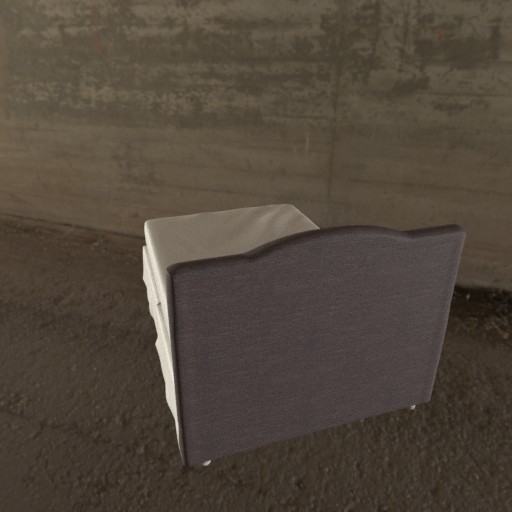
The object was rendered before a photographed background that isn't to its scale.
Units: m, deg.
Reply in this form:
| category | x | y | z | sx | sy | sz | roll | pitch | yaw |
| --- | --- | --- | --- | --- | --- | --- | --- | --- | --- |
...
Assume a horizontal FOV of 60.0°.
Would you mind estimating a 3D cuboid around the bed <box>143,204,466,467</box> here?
| category | x | y | z | sx | sy | sz | roll | pitch | yaw |
| --- | --- | --- | --- | --- | --- | --- | --- | --- | --- |
| bed | 0.000 | 0.000 | 3.591 | 1.741 | 1.441 | 2.507 | -8 | 28 | -16 |
